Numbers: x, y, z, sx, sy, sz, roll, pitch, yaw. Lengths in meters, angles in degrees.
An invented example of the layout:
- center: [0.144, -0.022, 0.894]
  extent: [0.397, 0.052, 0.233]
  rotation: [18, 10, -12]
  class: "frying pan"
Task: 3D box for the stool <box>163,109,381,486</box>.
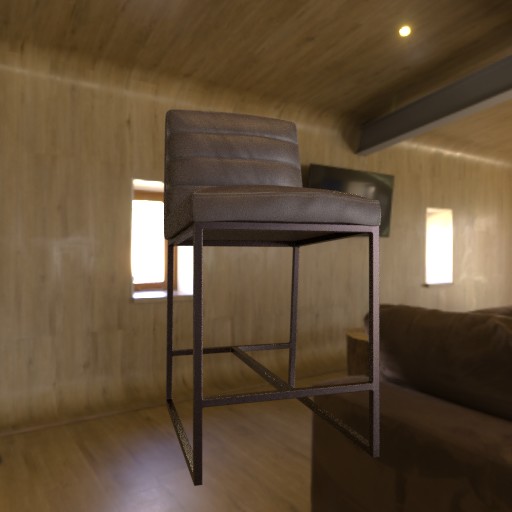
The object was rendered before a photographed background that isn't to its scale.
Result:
- center: [0.000, 0.000, 1.232]
  extent: [0.463, 0.946, 0.562]
  rotation: [0, 0, -18]
  class: "stool"
